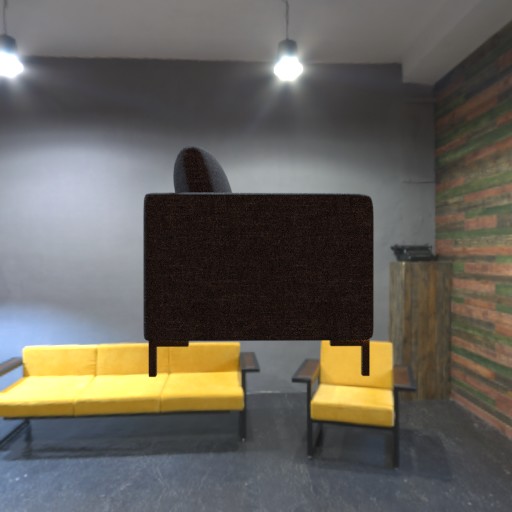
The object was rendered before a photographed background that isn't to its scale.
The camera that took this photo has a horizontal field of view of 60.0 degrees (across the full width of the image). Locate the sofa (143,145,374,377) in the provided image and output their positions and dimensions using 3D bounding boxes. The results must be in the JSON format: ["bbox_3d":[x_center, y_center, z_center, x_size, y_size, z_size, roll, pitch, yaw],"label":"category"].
[{"bbox_3d":[0.000,0.000,2.699,0.859,0.874,2.218,0,0,-1],"label":"sofa"}]
